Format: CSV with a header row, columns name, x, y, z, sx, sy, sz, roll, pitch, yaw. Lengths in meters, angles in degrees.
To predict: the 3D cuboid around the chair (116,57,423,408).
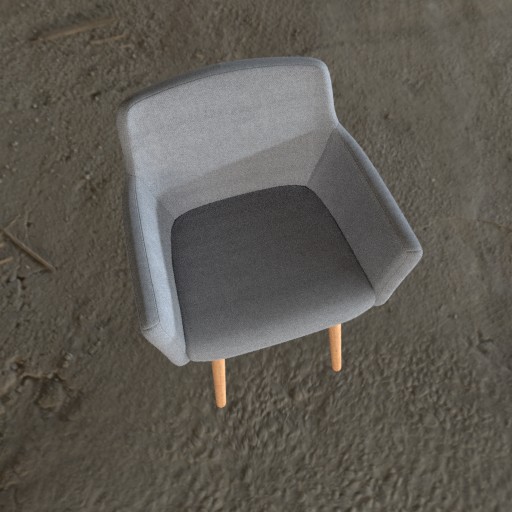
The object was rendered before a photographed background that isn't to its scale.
name,x,y,z,sx,sy,sz,roll,pitch,yaw
chair,0.000,0.000,1.147,0.570,0.780,0.540,-15,63,-8
